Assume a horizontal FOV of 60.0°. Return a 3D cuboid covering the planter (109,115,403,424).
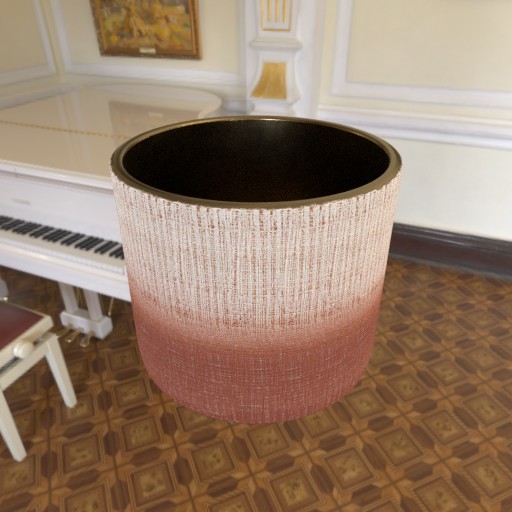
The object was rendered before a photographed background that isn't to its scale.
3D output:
[{"bbox_3d":[0.000,0.000,0.446,0.254,0.221,0.254,0,31,0],"label":"planter"}]
